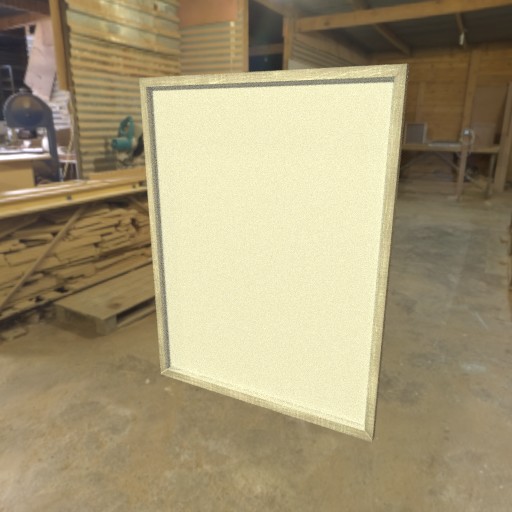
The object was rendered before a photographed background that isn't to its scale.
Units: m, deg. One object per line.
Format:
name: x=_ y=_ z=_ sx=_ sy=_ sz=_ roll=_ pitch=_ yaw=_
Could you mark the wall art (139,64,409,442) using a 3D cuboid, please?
wall art: x=0.000 y=0.000 z=1.329 sx=0.781 sy=1.022 sz=0.035 roll=9 pitch=19 yaw=26
